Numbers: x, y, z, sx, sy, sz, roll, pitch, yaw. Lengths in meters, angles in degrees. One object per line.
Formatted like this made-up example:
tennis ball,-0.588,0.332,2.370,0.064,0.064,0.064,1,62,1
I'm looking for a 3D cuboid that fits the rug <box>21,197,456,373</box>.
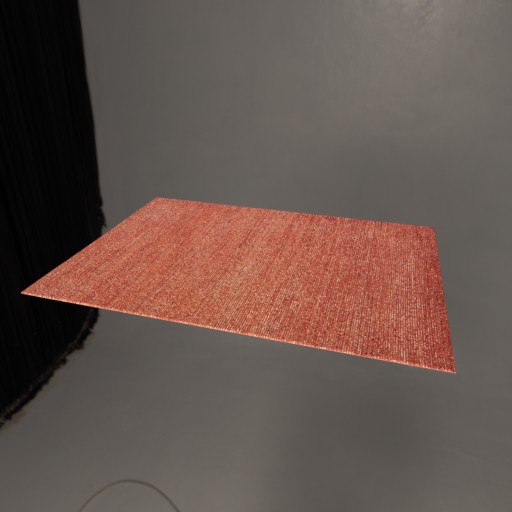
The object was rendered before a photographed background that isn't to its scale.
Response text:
rug,0.000,0.000,5.020,3.965,0.025,2.803,8,29,15
